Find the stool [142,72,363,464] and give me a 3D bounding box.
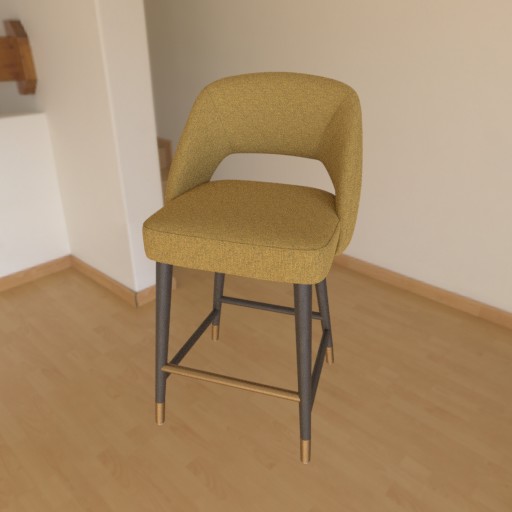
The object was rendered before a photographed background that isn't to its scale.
[{"bbox_3d":[0.000,0.000,1.261,0.536,0.939,0.522,8,28,16],"label":"stool"}]
